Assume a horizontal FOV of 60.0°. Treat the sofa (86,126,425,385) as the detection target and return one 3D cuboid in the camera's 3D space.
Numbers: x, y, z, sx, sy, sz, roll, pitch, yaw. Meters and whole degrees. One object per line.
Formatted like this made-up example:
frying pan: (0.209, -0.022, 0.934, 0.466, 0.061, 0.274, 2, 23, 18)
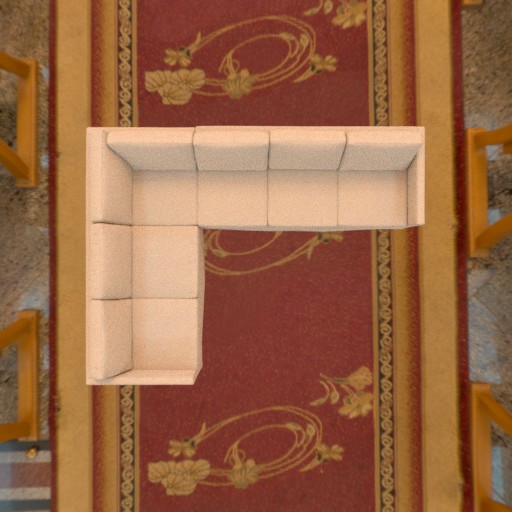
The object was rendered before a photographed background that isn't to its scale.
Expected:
sofa: (0.000, 0.000, 4.385, 3.182, 0.871, 2.432, 0, 90, 0)
